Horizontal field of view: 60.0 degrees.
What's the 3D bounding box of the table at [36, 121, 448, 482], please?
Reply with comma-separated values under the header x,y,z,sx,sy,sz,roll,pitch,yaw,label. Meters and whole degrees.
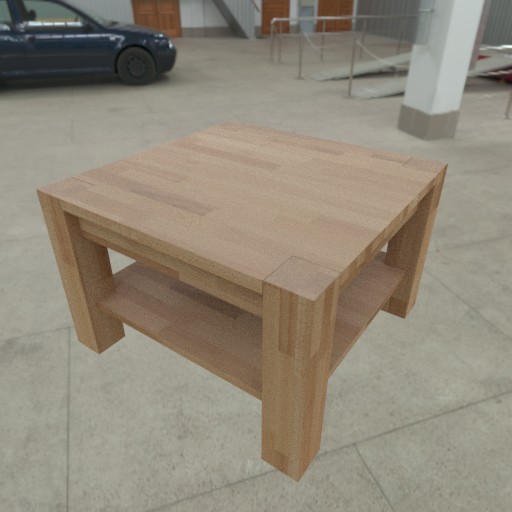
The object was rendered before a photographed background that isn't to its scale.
x,y,z,sx,sy,sz,roll,pitch,yaw,label
0.000,0.000,1.171,0.700,0.451,0.700,20,37,29,table
